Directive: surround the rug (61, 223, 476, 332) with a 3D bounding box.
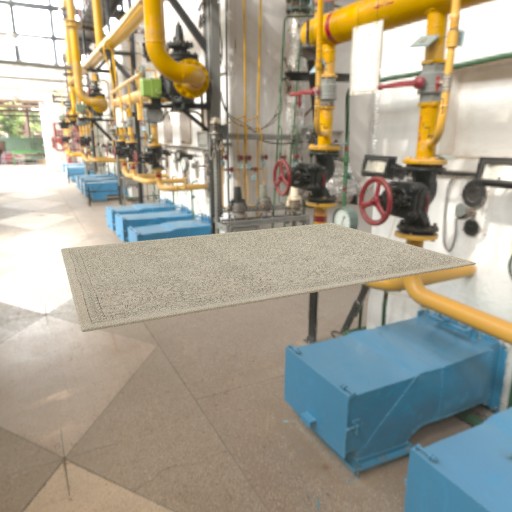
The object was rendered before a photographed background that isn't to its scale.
[{"bbox_3d":[0.000,0.000,2.328,1.829,0.010,1.219,-7,16,-25],"label":"rug"}]
